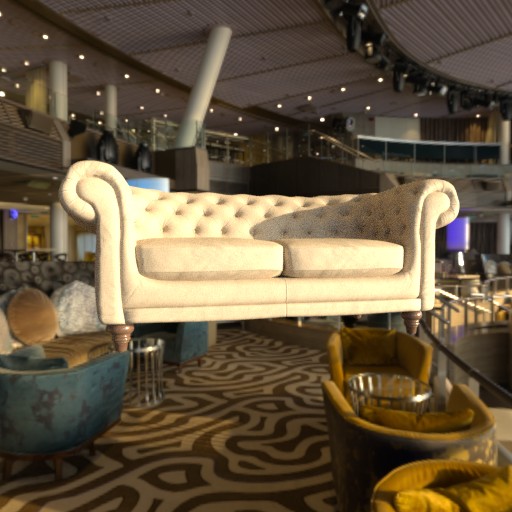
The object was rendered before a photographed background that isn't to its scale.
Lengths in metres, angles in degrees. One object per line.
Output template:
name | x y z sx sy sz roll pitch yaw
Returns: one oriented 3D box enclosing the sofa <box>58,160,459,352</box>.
sofa | 0.000 0.000 2.564 1.988 0.835 1.069 0 1 -16
